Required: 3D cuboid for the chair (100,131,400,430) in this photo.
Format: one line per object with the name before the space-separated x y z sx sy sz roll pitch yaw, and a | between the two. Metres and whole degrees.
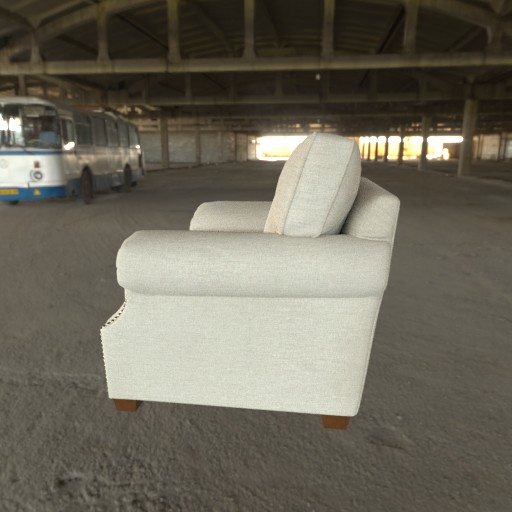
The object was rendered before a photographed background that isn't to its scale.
chair | 0.000 0.000 1.841 0.965 0.961 1.092 2 14 8
